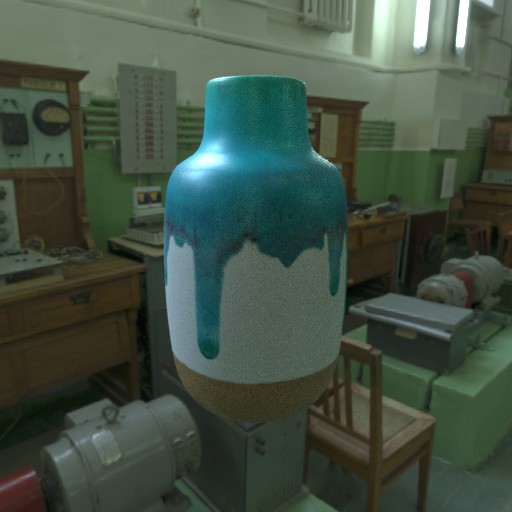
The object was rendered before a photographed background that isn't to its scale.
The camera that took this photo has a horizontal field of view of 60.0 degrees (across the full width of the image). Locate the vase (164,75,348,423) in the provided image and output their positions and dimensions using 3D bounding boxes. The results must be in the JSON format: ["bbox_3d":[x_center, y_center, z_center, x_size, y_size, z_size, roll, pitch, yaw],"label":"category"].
[{"bbox_3d":[0.000,0.000,0.260,0.106,0.192,0.106,0,14,0],"label":"vase"}]
